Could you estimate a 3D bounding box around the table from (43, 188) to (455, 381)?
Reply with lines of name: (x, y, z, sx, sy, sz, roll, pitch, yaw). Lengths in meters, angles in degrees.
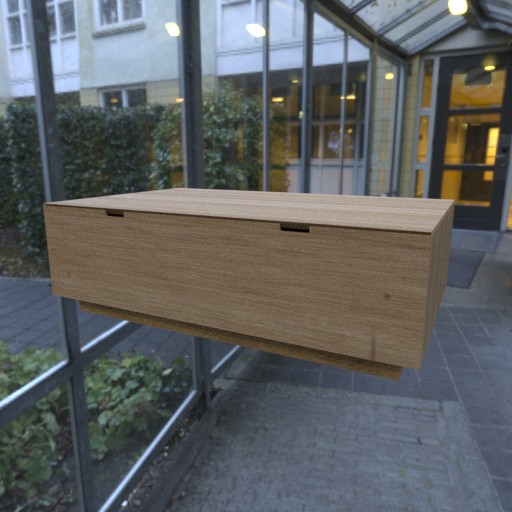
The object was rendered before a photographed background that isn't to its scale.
table: (0.000, 0.000, 1.436, 1.110, 0.353, 0.678, 7, 15, 26)
